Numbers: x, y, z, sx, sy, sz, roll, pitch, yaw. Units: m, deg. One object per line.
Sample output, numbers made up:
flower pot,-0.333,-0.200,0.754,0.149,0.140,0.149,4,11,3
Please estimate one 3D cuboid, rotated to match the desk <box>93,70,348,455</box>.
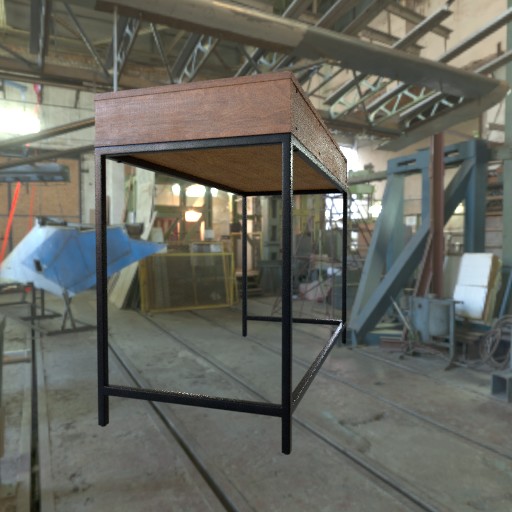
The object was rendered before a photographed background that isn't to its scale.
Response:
desk,0.000,0.000,1.429,0.470,0.762,1.016,1,2,18
